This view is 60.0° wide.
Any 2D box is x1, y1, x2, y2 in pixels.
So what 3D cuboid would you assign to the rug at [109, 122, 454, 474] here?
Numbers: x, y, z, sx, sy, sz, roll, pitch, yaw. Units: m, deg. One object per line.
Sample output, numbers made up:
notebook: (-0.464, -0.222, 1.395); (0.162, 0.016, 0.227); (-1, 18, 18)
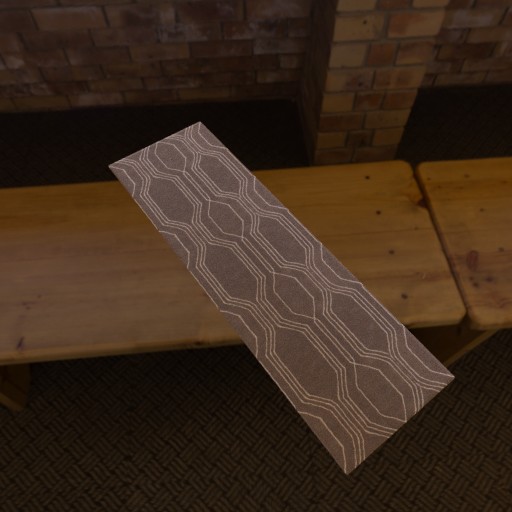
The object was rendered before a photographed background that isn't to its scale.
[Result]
rug: (0.000, 0.000, 2.733); (0.773, 0.012, 2.464); (-32, 63, -19)
